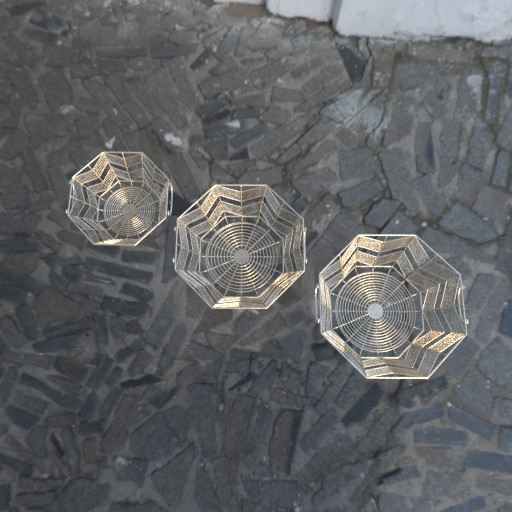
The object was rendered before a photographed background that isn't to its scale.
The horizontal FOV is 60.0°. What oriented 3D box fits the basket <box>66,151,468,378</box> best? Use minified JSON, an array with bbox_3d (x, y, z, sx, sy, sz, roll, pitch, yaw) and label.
[{"bbox_3d":[0.000,0.000,1.350,1.246,0.178,0.432,22,77,5],"label":"basket"}]
